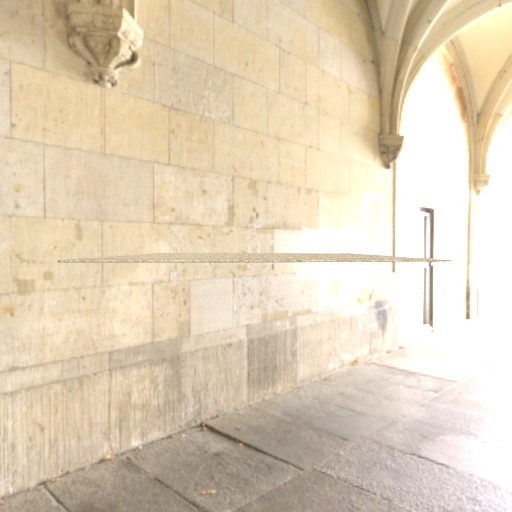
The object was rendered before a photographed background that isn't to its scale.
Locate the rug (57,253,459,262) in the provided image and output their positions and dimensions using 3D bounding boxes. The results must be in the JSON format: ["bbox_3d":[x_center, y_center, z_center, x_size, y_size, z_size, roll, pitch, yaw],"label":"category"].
[{"bbox_3d":[0.000,0.000,4.202,2.447,0.014,3.061,0,1,-1],"label":"rug"}]
